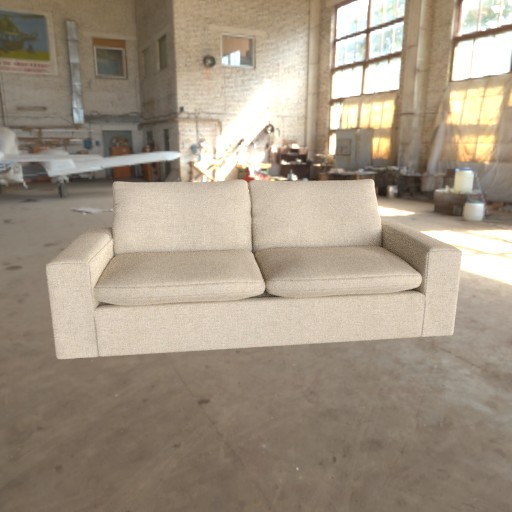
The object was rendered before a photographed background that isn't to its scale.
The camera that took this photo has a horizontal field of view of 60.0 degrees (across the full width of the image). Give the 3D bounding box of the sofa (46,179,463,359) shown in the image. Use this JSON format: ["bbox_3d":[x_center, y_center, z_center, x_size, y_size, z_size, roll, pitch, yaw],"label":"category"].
[{"bbox_3d":[0.000,0.000,2.866,2.299,0.922,1.040,-2,14,-8],"label":"sofa"}]
